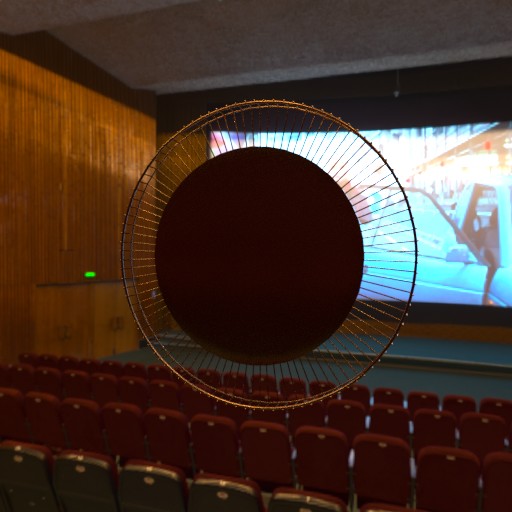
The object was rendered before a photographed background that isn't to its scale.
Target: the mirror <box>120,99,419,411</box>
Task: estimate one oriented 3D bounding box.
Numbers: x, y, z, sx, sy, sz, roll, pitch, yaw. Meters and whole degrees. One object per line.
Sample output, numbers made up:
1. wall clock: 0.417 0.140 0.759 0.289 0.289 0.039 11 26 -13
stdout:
1. mirror: 0.000 0.000 1.017 0.703 0.703 0.067 0 1 17
